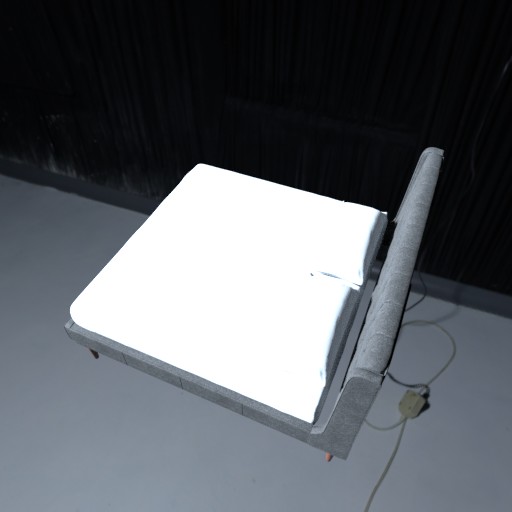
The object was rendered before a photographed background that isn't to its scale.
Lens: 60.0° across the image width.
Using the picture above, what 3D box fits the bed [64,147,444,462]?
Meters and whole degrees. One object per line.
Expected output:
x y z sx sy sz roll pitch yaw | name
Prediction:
0.000 0.000 2.540 1.638 0.933 1.531 18 50 16 | bed
